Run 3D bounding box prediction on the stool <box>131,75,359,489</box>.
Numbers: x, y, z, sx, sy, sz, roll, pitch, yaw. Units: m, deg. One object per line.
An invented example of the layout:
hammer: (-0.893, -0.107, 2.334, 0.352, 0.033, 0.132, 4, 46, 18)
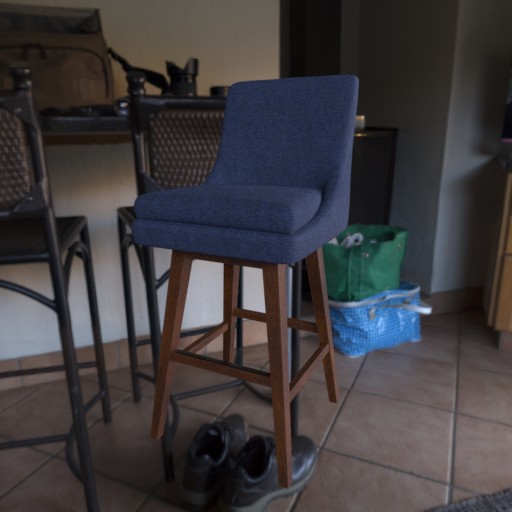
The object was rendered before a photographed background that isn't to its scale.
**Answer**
stool: (0.000, 0.000, 1.350, 0.489, 1.068, 0.572, 7, 17, 26)
